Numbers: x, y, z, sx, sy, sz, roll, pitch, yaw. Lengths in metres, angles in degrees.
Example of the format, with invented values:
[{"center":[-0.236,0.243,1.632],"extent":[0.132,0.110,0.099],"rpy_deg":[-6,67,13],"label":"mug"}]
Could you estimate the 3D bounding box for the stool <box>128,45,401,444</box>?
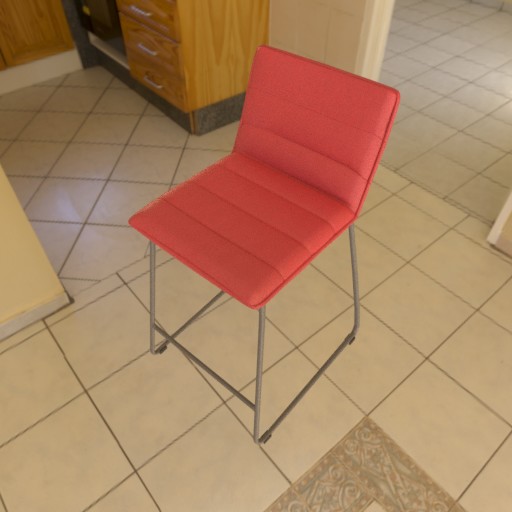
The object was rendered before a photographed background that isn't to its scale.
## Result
[{"center":[0.000,0.000,1.176],"extent":[0.489,0.866,0.524],"rpy_deg":[32,54,26],"label":"stool"}]
